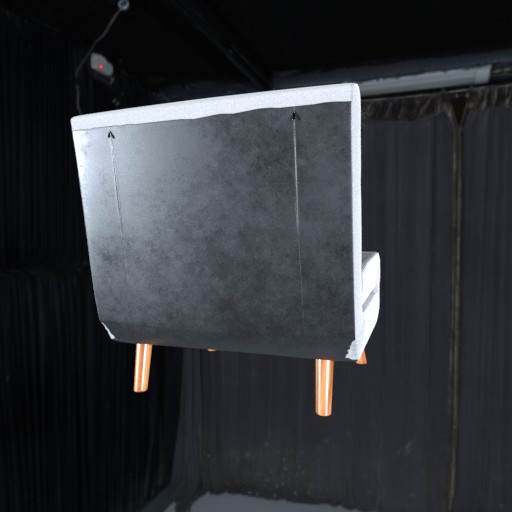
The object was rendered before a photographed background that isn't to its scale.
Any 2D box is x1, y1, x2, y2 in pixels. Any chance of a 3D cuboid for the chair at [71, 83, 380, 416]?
[{"bbox_3d":[0.000,0.000,1.488,0.770,0.808,0.902,0,1,20],"label":"chair"}]
